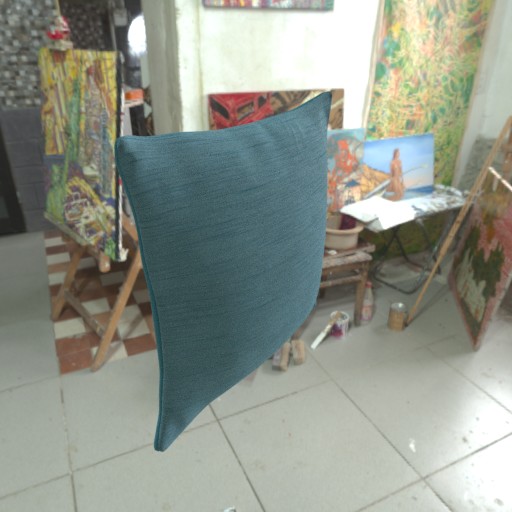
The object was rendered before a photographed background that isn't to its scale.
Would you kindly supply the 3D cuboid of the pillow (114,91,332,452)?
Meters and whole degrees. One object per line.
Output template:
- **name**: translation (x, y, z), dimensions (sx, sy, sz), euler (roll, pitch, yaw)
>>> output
- **pillow**: translation (0.000, 0.000, 0.647), dimensions (0.151, 0.415, 0.433), euler (18, 32, 31)
